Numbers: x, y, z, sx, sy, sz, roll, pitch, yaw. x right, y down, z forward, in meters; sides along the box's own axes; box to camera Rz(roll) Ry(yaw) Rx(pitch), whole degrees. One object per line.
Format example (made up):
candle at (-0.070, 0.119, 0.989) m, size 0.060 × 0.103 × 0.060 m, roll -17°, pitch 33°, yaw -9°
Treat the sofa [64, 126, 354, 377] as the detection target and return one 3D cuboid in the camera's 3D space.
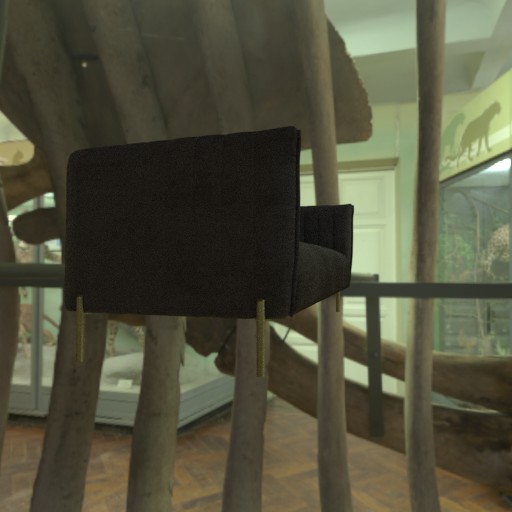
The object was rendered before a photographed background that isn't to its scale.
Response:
sofa at (0.000, 0.000, 2.383) m, size 0.876 × 0.780 × 1.980 m, roll 0°, pitch -1°, yaw 17°
